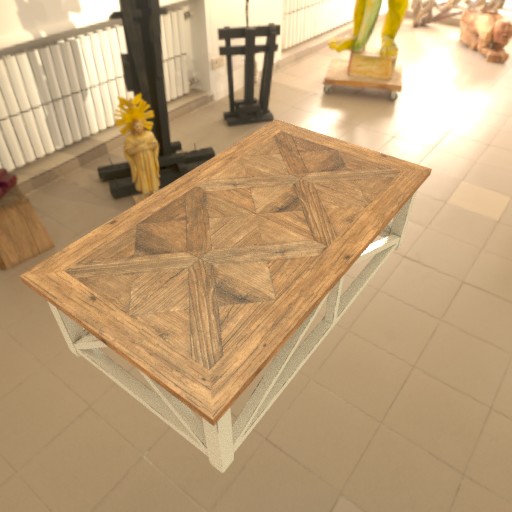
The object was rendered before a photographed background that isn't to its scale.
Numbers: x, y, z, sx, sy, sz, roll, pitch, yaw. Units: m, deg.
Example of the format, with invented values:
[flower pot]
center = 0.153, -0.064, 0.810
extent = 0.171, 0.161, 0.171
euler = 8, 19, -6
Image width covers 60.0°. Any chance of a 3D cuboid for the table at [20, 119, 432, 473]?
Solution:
[table]
center = 0.000, 0.000, 1.760
extent = 0.800, 0.410, 1.400
euler = 27, 48, 27
